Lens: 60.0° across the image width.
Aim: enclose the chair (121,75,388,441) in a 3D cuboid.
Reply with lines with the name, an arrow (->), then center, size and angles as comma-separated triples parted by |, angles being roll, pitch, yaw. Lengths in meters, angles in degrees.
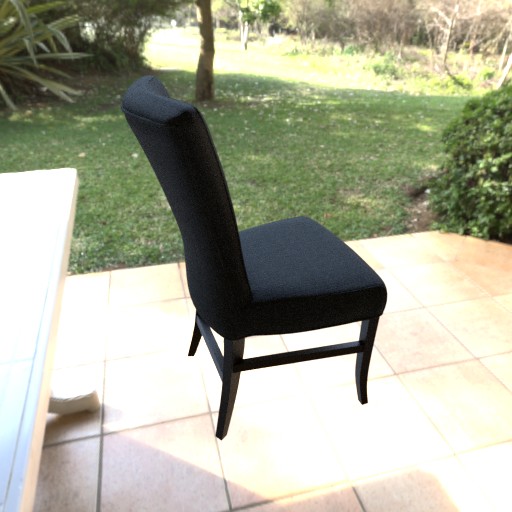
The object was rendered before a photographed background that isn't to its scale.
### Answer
chair -> 0.000, 0.000, 1.342 | 0.660, 0.991, 0.520 | -10, 31, -18
